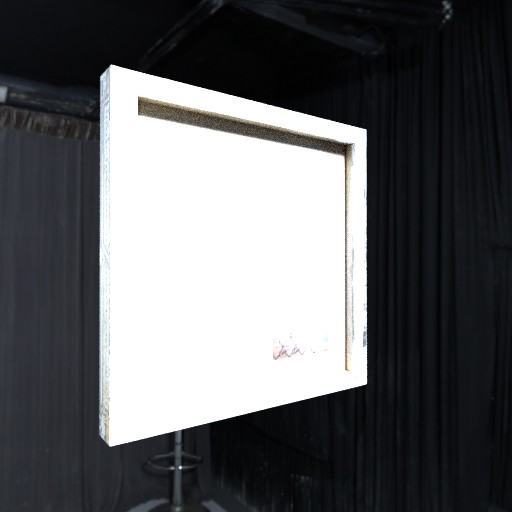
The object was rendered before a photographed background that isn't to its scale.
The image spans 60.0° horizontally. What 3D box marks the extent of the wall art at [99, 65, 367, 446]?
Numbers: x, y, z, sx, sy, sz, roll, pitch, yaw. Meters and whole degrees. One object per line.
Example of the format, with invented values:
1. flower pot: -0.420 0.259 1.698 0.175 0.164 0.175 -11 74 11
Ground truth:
1. wall art: 0.000 0.000 0.610 0.411 0.410 0.038 0 -1 -36
